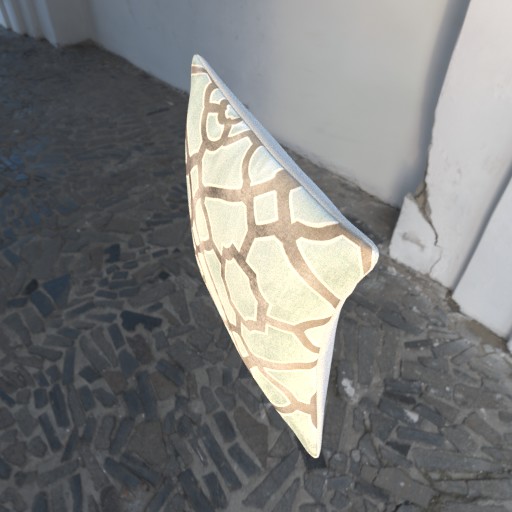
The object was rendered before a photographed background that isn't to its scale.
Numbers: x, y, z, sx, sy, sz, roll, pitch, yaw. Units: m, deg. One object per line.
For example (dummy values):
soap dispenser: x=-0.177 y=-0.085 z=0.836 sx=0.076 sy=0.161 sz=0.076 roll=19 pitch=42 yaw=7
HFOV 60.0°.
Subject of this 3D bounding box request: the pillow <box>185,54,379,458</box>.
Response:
pillow: x=0.000 y=0.000 z=0.782 sx=0.166 sy=0.508 sz=0.552 roll=-17 pitch=48 yaw=-17
